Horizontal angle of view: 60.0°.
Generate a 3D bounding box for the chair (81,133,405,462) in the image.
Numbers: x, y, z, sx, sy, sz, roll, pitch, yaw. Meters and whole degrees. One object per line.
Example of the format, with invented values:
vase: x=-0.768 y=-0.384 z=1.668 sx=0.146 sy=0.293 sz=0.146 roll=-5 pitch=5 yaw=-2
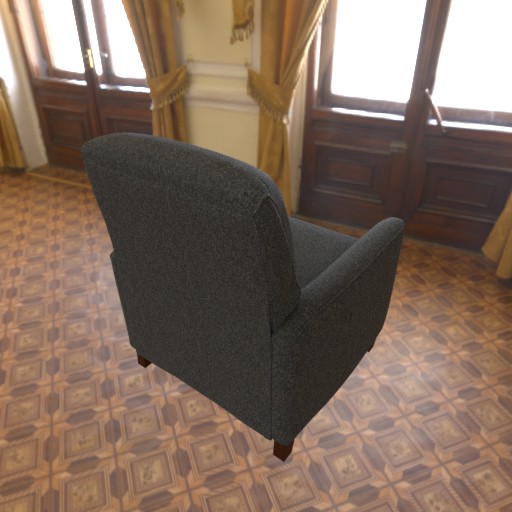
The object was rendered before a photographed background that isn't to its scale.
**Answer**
chair: x=0.000 y=0.000 z=1.627 sx=0.839 sy=1.016 sz=0.850 roll=22 pitch=38 yaw=31
